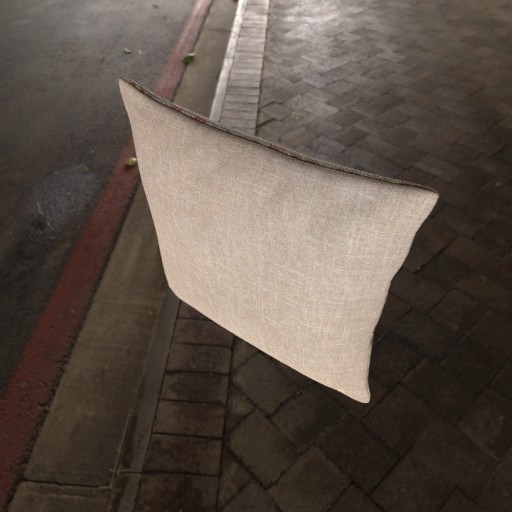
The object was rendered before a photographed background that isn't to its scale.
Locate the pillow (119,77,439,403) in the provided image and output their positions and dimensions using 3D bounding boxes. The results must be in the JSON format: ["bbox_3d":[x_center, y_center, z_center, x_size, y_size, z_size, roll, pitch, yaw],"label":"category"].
[{"bbox_3d":[0.000,0.000,0.777,0.523,0.506,0.166,27,51,24],"label":"pillow"}]
